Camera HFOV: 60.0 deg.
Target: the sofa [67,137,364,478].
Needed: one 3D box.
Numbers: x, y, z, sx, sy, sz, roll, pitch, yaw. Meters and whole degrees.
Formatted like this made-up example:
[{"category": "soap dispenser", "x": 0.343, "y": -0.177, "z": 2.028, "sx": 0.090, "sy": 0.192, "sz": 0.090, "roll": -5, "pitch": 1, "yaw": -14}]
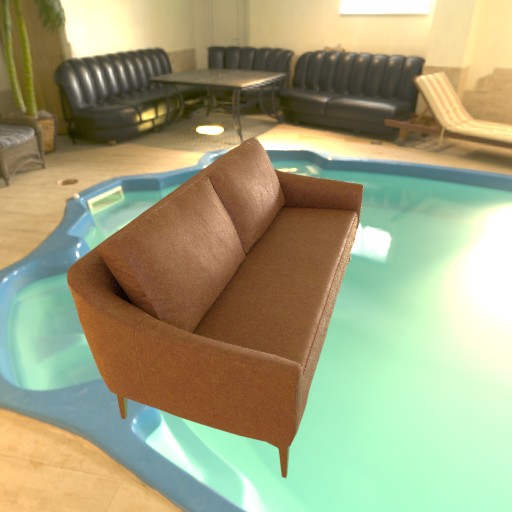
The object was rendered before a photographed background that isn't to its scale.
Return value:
[{"category": "sofa", "x": 0.000, "y": 0.000, "z": 2.549, "sx": 0.981, "sy": 0.945, "sz": 2.036, "roll": 9, "pitch": 30, "yaw": 16}]
